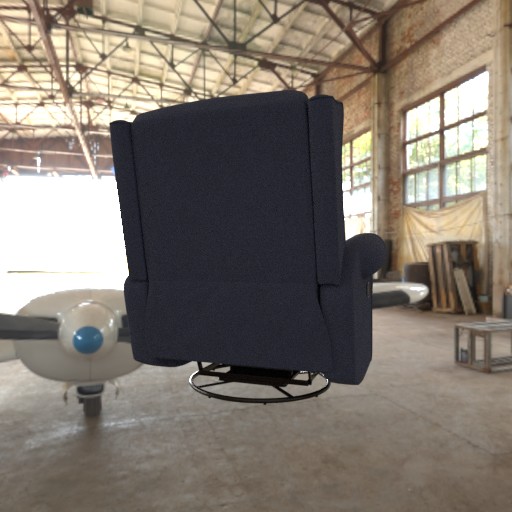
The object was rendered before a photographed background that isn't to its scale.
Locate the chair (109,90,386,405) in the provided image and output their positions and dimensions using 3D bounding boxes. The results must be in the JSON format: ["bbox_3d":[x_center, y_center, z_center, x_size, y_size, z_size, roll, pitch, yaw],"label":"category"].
[{"bbox_3d":[0.000,0.000,1.761,0.971,1.020,0.877,0,0,20],"label":"chair"}]
